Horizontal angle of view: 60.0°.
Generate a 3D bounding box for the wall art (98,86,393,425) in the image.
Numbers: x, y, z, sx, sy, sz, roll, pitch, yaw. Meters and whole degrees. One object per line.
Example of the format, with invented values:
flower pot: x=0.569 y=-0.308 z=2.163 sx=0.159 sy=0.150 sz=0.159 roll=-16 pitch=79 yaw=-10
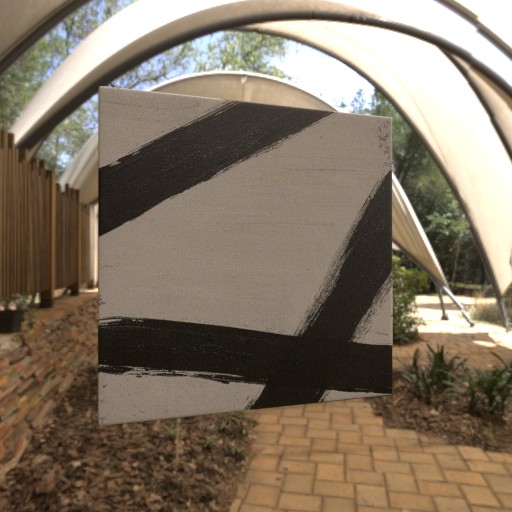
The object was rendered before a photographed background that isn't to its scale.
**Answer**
wall art: x=0.000 y=0.000 z=0.758 sx=0.507 sy=0.508 sz=0.050 roll=0 pitch=0 yaw=-17
